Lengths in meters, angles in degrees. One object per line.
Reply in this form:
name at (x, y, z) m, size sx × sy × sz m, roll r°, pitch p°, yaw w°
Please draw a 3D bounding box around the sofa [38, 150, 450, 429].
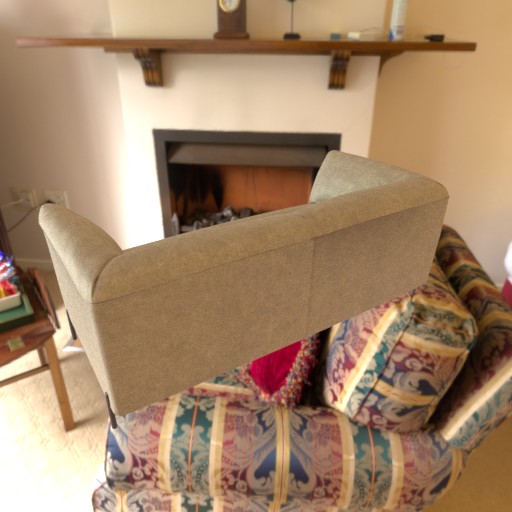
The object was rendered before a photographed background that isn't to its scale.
sofa at (0.000, 0.000, 2.327) m, size 1.878 × 0.747 × 0.905 m, roll -17°, pitch 32°, yaw -29°
